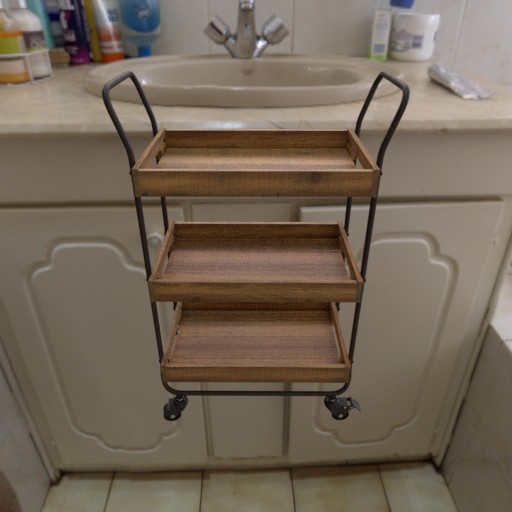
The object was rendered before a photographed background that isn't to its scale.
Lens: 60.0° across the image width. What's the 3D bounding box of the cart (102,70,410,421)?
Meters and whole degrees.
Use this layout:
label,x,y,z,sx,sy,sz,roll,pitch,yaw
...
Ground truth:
label,x,y,z,sx,sy,sz,roll,pitch,yaw
cart,0.000,0.000,1.131,0.583,0.857,0.339,0,31,0
